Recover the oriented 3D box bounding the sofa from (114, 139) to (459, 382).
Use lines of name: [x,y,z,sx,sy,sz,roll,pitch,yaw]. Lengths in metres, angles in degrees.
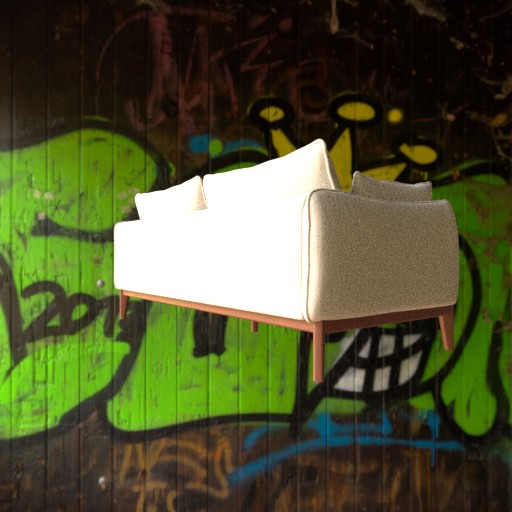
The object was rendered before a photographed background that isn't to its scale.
sofa: [0.000,0.000,2.540,0.991,0.860,1.989,0,0,-37]
